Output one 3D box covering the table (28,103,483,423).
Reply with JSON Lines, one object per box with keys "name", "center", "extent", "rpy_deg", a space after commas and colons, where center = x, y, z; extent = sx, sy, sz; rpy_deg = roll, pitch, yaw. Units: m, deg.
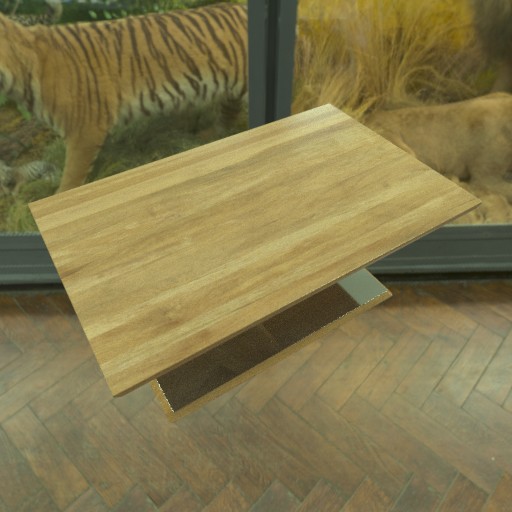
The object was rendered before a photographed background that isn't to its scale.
{"name": "table", "center": [0.000, 0.000, 1.423], "extent": [1.100, 0.441, 0.692], "rpy_deg": [-25, 51, -22]}
